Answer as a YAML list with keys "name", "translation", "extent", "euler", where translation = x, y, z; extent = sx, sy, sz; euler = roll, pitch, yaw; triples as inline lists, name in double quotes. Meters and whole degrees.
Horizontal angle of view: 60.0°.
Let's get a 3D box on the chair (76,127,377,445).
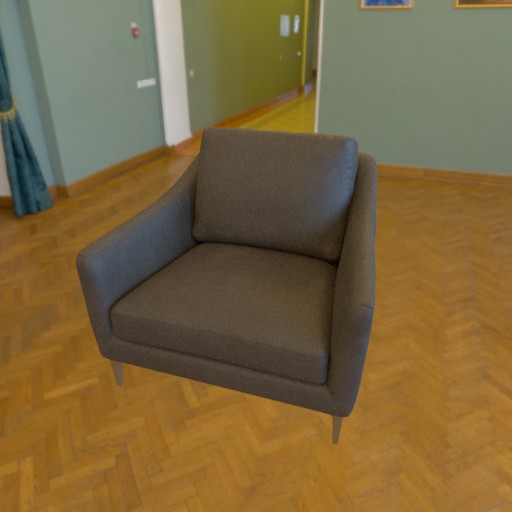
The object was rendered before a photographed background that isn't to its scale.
- name: "chair"
  translation: [0.000, 0.000, 1.799]
  extent: [0.988, 0.901, 0.961]
  euler: [9, 29, 16]
